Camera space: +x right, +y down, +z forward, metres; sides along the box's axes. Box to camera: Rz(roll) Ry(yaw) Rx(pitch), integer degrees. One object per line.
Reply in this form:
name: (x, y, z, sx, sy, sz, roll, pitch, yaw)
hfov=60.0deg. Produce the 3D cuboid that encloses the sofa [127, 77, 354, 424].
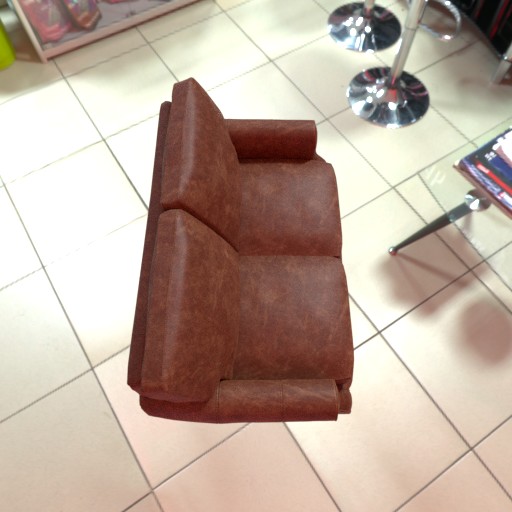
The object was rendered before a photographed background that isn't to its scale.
sofa: (0.000, 0.000, 2.253, 0.990, 0.967, 1.616, 0, 64, 0)
